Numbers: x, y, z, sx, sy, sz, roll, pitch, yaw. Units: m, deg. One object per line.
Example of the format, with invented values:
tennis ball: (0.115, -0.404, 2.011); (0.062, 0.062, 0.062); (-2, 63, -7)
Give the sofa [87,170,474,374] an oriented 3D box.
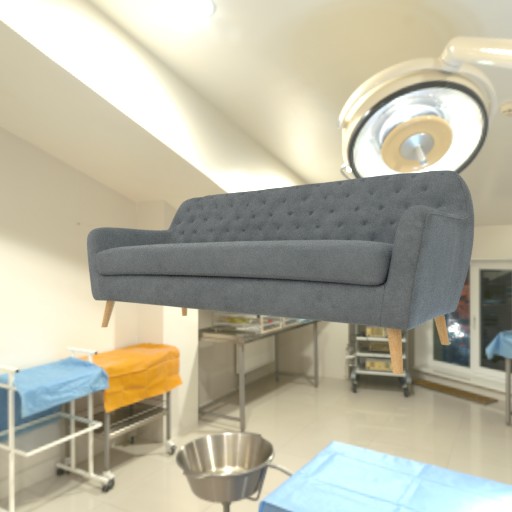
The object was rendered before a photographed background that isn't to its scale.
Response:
sofa: (0.000, 0.000, 2.345); (1.975, 0.832, 0.841); (0, 0, 37)
